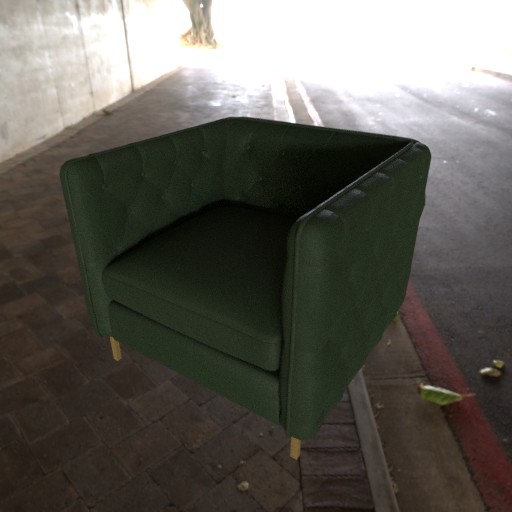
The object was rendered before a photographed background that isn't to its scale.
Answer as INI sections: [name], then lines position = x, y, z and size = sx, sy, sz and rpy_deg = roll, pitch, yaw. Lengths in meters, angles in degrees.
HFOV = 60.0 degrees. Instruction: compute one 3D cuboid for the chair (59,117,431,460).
[chair]
position = 0.000, 0.000, 1.557
size = 0.917, 0.768, 0.855
rpy_deg = 17, 32, 29
